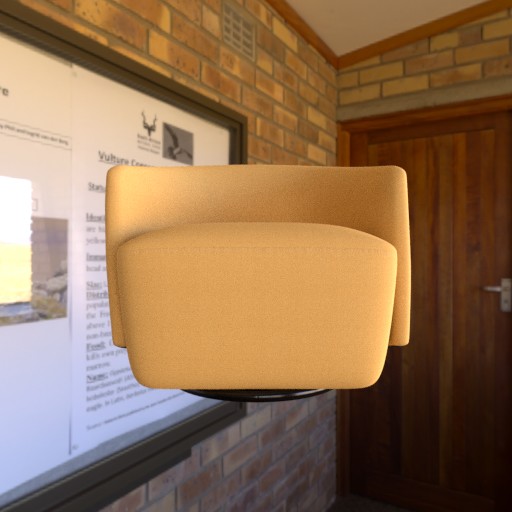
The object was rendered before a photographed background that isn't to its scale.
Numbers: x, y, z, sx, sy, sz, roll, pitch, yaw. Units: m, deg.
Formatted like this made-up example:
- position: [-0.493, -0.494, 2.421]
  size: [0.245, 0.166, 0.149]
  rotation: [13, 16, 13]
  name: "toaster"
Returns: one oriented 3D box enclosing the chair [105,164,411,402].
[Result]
- position: [0.000, 0.000, 1.368]
  size: [0.773, 0.698, 0.767]
  rotation: [0, 0, -1]
  name: "chair"
